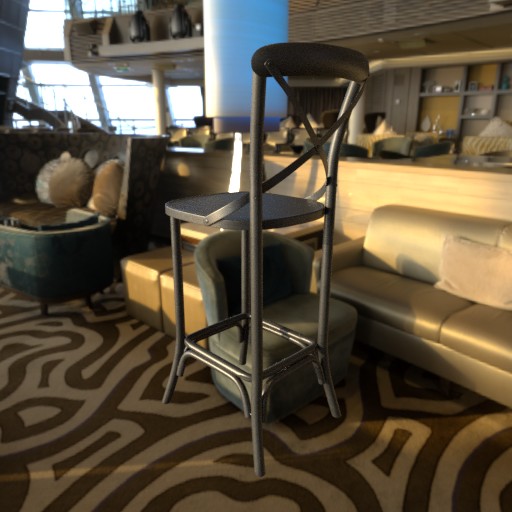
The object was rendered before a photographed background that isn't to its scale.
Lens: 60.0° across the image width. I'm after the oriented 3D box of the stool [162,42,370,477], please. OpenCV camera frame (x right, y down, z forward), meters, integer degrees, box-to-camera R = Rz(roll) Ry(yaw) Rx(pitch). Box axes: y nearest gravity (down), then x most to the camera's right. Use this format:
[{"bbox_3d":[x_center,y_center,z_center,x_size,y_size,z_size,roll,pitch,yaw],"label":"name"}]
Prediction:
[{"bbox_3d":[0.000,0.000,1.421,0.457,1.168,0.584,-16,23,-42],"label":"stool"}]
